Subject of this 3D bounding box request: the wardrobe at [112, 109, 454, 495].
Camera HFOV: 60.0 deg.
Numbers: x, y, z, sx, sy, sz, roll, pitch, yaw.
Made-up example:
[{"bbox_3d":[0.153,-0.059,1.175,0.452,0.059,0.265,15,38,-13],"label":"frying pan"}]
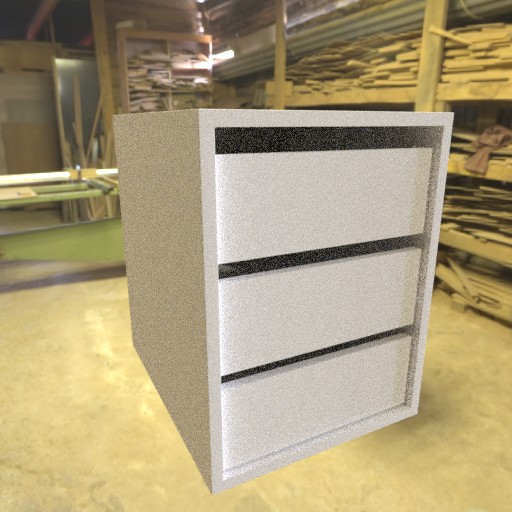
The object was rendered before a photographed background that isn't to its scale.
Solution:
[{"bbox_3d":[0.000,0.000,0.853,0.400,0.520,0.500,-8,19,-26],"label":"wardrobe"}]
